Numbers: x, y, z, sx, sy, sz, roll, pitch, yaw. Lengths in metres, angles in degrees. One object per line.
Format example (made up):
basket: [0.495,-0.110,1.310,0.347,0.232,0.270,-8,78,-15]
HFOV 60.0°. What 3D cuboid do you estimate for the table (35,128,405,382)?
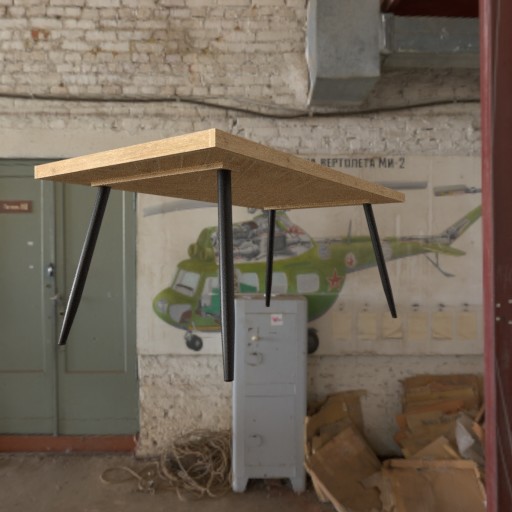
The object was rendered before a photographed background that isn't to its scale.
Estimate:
table: [0.000,0.000,2.306,0.991,0.762,1.803,0,1,35]
